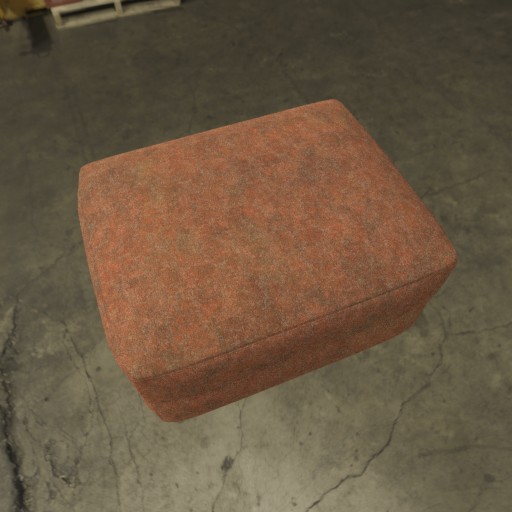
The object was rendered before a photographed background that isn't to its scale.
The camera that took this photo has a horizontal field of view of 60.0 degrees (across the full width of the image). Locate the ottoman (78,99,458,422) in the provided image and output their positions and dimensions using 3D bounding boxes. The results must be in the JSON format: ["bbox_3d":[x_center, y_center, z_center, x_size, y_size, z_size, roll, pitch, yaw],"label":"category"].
[{"bbox_3d":[0.000,0.000,1.179,0.787,0.508,0.635,-18,59,-12],"label":"ottoman"}]
